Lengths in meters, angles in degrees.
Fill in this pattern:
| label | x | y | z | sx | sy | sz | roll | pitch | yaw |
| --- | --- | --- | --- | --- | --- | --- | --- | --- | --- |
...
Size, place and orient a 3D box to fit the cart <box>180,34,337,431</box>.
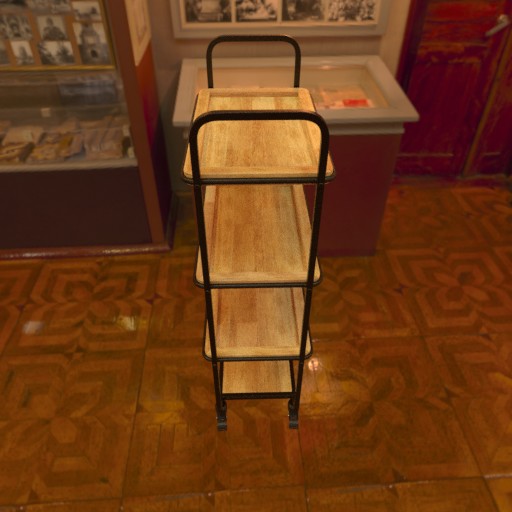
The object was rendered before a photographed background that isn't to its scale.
| label | x | y | z | sx | sy | sz | roll | pitch | yaw |
| --- | --- | --- | --- | --- | --- | --- | --- | --- | --- |
| cart | 0.000 | 0.000 | 1.315 | 0.321 | 1.080 | 0.545 | -1 | 40 | -1 |
